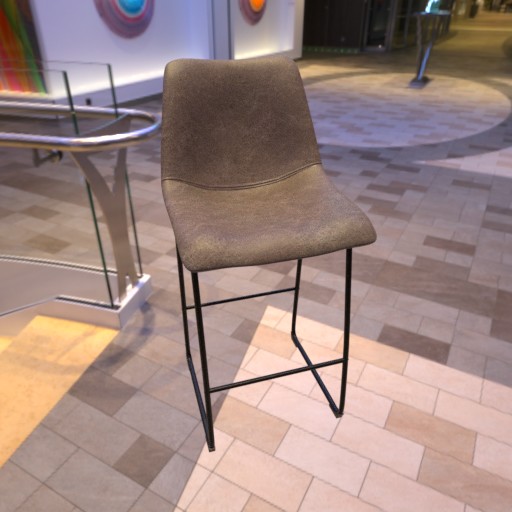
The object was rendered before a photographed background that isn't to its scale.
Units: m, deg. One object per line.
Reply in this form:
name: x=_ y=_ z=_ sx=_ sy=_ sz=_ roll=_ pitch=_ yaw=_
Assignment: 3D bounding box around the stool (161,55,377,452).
stool: x=0.000 y=0.000 z=1.377 sx=0.514 sy=1.082 sz=0.561 roll=-9 pitch=32 yaw=-15
